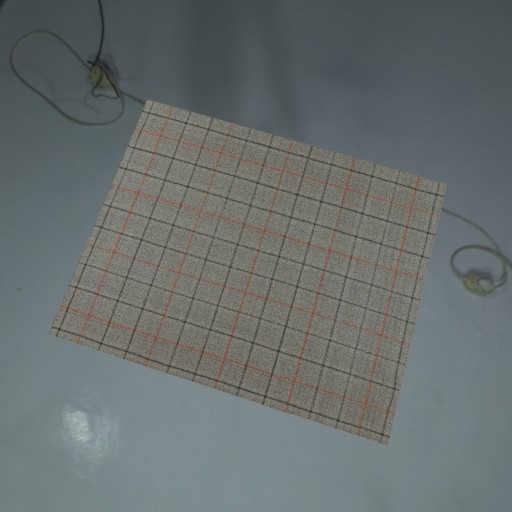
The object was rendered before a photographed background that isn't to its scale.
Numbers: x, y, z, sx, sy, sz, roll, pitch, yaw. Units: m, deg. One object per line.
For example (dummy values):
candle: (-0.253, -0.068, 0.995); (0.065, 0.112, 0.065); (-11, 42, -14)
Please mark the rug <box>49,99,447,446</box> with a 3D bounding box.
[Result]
rug: (0.000, 0.000, 4.053); (3.048, 0.012, 2.444); (17, 77, 4)
